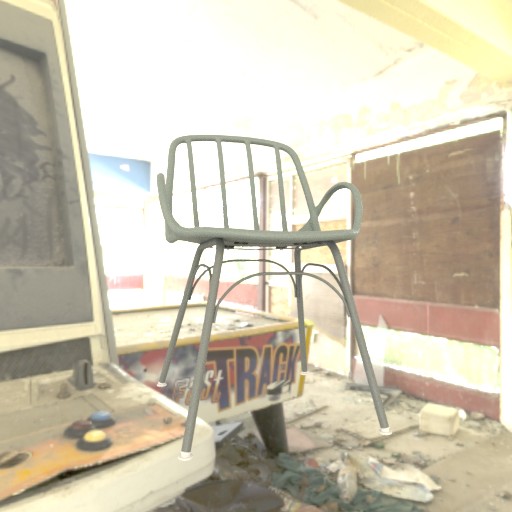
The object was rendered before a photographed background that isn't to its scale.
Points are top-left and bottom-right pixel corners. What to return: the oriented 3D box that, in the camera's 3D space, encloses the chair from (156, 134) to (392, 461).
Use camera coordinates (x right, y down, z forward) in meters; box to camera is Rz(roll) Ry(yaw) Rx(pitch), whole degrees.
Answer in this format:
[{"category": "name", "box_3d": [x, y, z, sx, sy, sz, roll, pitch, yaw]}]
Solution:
[{"category": "chair", "box_3d": [0.000, 0.000, 1.233, 0.549, 0.816, 0.597, 0, 0, -16]}]
